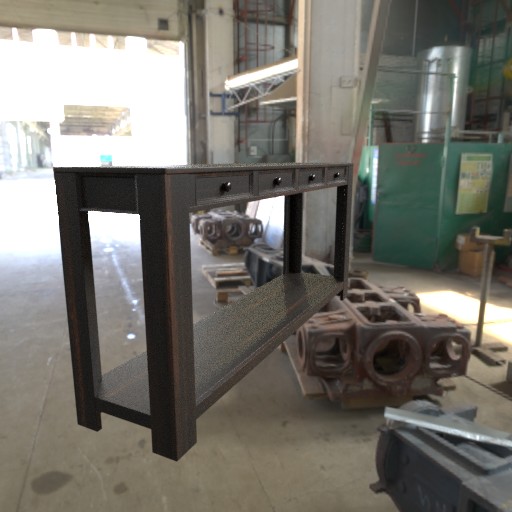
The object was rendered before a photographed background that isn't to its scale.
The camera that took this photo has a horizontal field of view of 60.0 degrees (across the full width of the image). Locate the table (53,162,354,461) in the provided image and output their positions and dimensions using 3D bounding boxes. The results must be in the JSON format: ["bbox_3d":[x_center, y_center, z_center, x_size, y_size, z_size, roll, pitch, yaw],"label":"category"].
[{"bbox_3d":[0.000,0.000,1.878,0.384,0.762,1.631,6,14,26],"label":"table"}]
